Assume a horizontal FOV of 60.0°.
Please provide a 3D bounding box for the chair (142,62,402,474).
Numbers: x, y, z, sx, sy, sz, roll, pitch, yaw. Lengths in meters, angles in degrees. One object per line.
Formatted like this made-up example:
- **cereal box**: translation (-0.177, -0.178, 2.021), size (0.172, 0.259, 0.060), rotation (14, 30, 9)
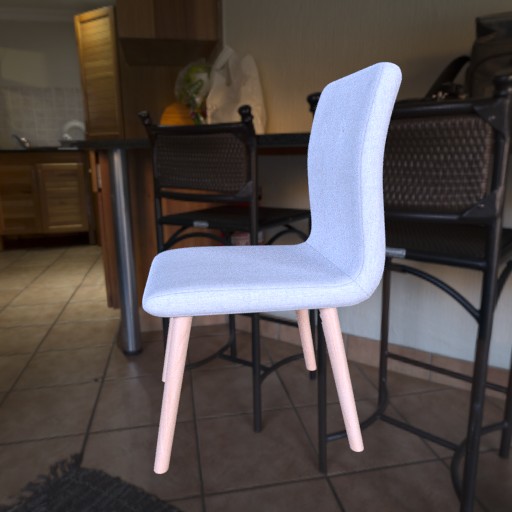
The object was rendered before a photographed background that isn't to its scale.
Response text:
- **chair**: translation (0.000, 0.000, 1.138), size (0.550, 0.885, 0.435), rotation (-2, 14, -9)
